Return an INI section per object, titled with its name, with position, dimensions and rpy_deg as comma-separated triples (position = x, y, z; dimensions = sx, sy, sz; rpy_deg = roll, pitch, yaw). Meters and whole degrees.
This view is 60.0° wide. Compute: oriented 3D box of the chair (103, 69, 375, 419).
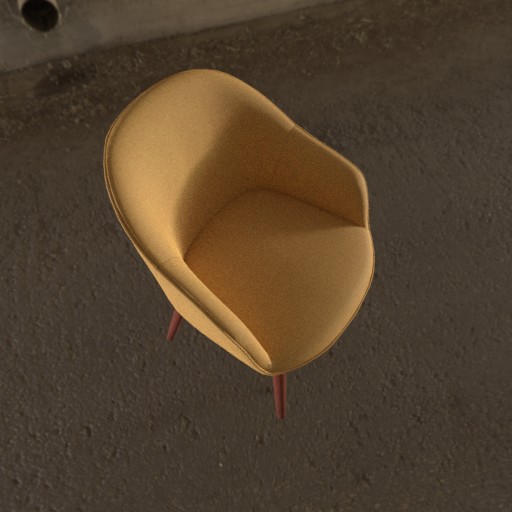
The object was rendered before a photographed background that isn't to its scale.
[chair]
position = 0.000, 0.000, 1.256
dimensions = 0.635, 0.823, 0.596
rpy_deg = 30, 62, 18
